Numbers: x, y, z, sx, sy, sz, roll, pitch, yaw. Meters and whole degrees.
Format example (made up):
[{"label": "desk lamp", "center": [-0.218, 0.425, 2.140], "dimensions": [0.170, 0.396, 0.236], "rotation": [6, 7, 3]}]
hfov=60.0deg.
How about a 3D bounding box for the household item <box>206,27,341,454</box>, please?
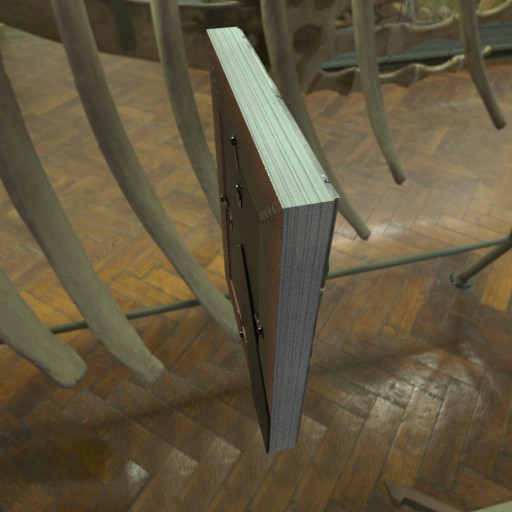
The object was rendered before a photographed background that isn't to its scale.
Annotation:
[{"label": "household item", "center": [0.000, 0.000, 0.280], "dimensions": [0.025, 0.216, 0.165], "rotation": [-10, 47, -9]}]
